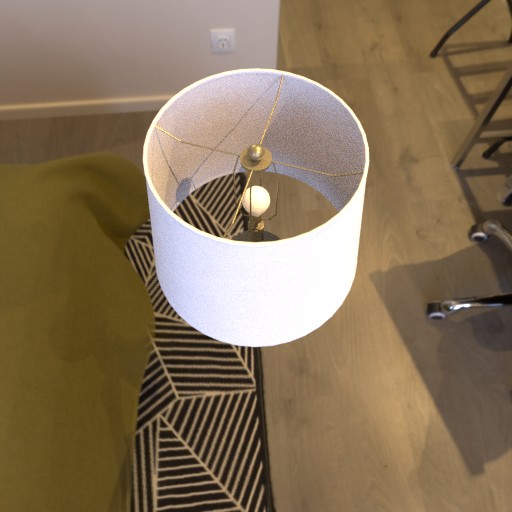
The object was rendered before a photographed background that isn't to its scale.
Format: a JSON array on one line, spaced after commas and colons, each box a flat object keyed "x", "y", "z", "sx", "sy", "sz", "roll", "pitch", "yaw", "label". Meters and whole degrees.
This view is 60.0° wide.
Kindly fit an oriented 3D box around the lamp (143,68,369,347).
[{"x": 0.000, "y": 0.000, "z": 0.547, "sx": 0.239, "sy": 0.399, "sz": 0.239, "roll": 0, "pitch": 63, "yaw": 0, "label": "lamp"}]
